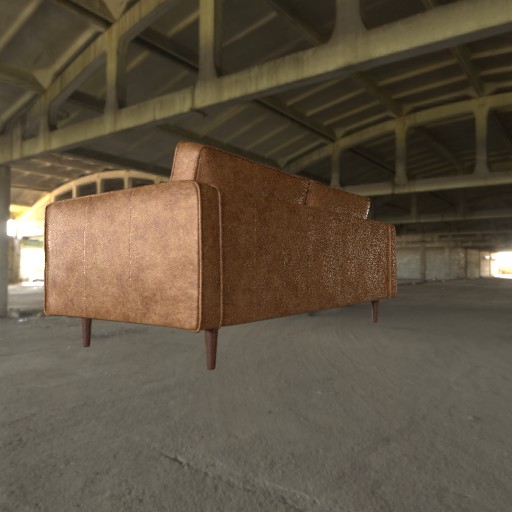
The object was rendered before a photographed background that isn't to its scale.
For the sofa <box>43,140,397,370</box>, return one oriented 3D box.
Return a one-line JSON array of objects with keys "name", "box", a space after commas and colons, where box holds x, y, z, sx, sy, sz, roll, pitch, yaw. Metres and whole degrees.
[{"name": "sofa", "box": [0.000, 0.000, 2.405, 0.924, 0.825, 1.920, -1, -2, 36]}]
